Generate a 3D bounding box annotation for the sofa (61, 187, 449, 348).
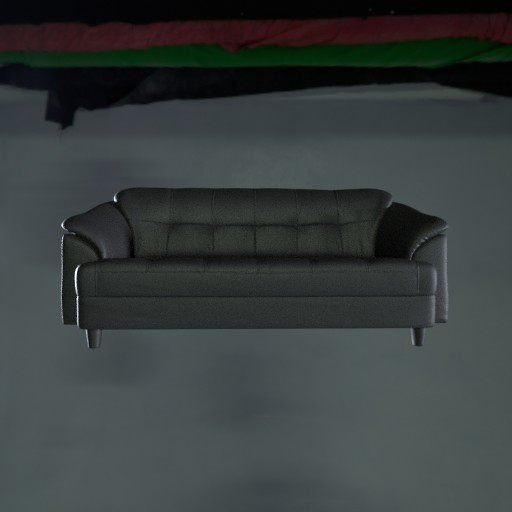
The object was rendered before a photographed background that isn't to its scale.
[{"bbox_3d":[0.000,0.000,2.312,1.829,0.811,0.800,0,1,-2],"label":"sofa"}]
